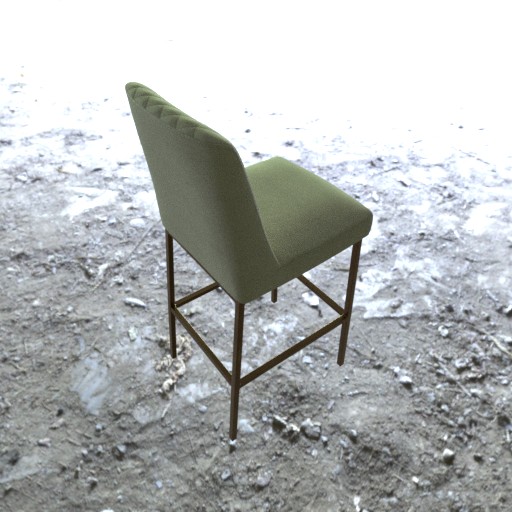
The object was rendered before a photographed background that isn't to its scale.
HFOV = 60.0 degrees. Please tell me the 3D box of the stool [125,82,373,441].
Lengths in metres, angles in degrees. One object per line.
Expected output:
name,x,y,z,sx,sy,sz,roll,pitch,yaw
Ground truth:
stool,0.000,0.000,1.394,0.546,1.084,0.462,-26,47,-27
